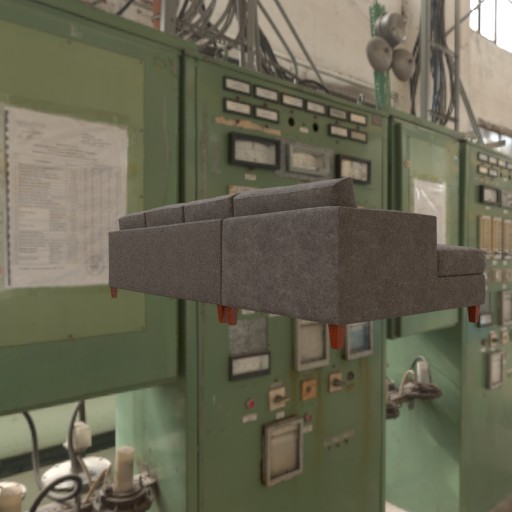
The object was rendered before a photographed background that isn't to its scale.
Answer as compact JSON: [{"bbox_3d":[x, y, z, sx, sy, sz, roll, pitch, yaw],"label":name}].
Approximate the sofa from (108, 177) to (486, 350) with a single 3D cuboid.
[{"bbox_3d":[0.000,0.000,4.107,1.606,0.954,3.471,0,1,-37],"label":"sofa"}]
